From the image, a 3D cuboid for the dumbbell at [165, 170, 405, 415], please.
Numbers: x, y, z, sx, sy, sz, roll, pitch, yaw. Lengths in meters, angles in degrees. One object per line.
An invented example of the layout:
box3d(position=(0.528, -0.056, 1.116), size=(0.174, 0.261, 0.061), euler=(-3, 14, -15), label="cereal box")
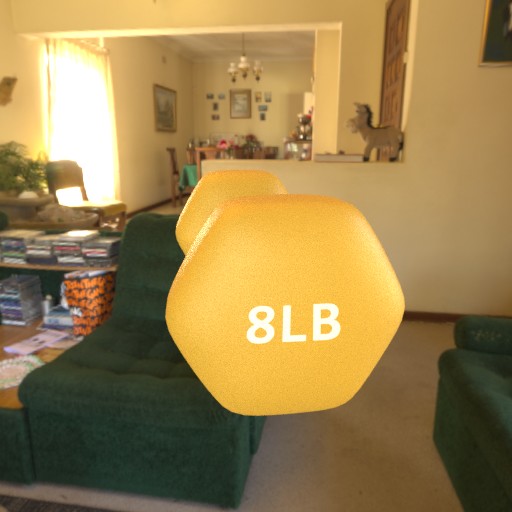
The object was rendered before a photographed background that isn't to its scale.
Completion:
box3d(position=(0.000, 0.000, 0.239), size=(0.090, 0.082, 0.190), euler=(-2, 15, -8), label="dumbbell")
